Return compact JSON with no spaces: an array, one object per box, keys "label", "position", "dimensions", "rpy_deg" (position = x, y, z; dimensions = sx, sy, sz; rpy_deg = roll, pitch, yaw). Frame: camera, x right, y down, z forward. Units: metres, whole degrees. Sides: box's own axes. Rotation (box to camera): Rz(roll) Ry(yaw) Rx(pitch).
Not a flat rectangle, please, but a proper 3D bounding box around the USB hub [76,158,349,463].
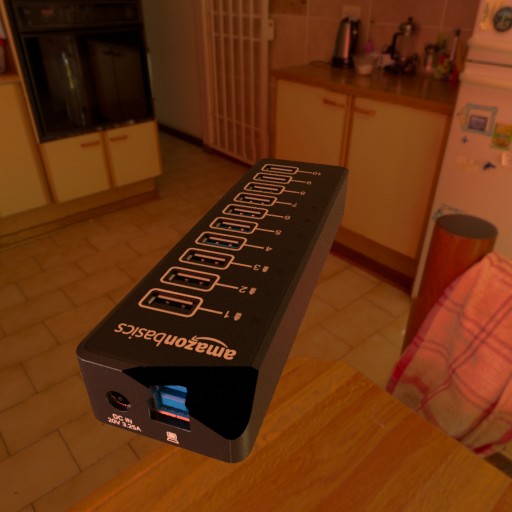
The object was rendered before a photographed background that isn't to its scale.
[{"label":"USB hub","position":[0.000,0.000,0.162],"dimensions":[0.044,0.023,0.145],"rpy_deg":[10,33,16]}]
